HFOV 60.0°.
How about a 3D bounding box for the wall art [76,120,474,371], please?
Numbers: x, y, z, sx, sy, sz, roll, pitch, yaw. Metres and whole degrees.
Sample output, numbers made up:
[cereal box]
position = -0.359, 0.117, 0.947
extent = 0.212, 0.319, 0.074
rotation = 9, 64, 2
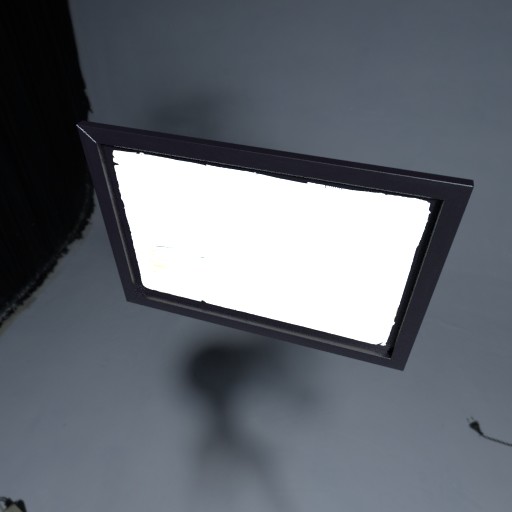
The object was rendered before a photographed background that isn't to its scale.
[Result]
[wall art]
position = 0.000, 0.000, 0.578
extent = 0.440, 0.306, 0.013
rotation = 12, 43, 13
